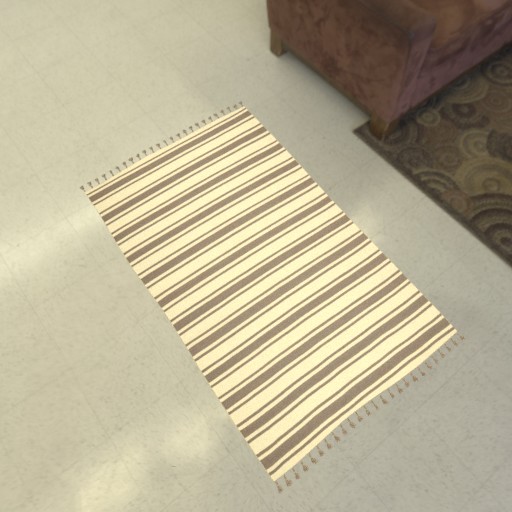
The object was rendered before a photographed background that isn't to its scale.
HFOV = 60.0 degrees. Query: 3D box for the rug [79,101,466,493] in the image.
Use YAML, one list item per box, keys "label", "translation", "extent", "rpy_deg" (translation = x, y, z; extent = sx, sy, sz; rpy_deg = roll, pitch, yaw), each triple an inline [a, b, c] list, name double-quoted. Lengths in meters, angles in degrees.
- label: "rug"
  translation: [0.000, 0.000, 2.540]
  extent: [1.229, 0.011, 2.096]
  rpy_deg: [-33, 68, -15]
